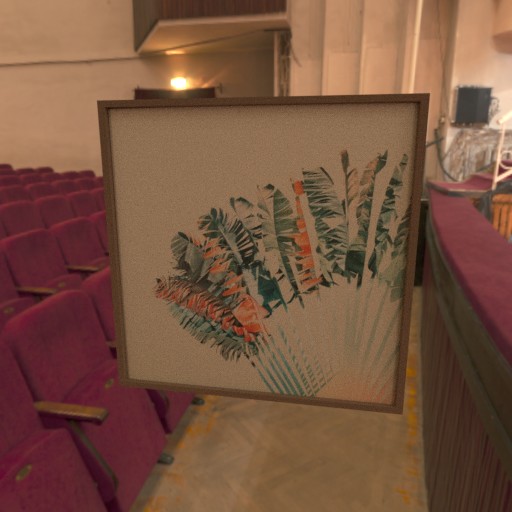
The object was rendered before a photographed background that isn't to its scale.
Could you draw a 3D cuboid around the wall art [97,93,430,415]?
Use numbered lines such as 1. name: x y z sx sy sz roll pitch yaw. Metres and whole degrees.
1. wall art: 0.000 0.000 0.452 0.304 0.303 0.038 2 14 10
